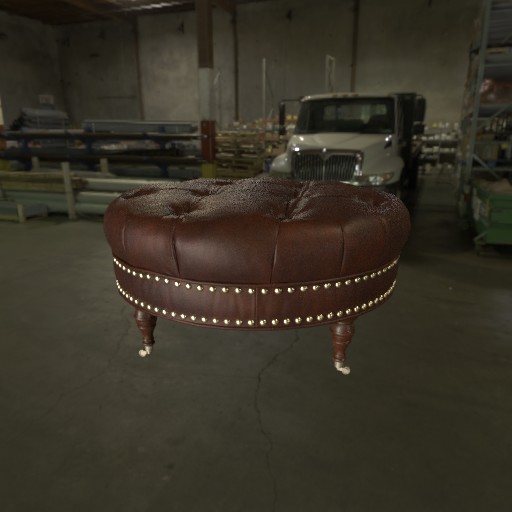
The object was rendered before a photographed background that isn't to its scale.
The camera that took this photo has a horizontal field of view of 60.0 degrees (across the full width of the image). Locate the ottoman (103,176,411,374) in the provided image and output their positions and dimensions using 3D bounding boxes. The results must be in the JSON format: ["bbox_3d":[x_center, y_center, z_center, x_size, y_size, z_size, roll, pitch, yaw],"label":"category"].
[{"bbox_3d":[0.000,0.000,1.393,0.901,0.455,0.901,0,16,0],"label":"ottoman"}]
